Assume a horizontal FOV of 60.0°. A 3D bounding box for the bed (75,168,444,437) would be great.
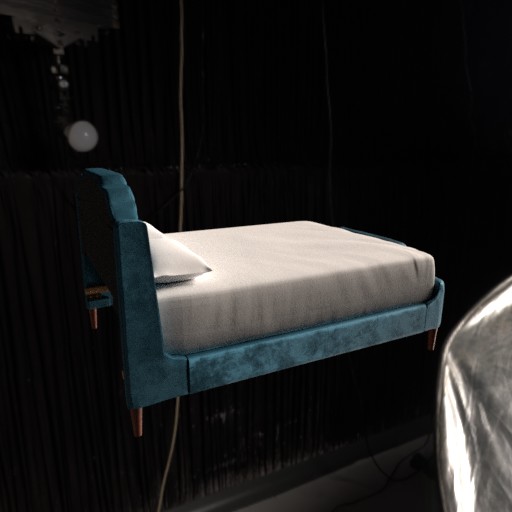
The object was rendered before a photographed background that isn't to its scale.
[{"bbox_3d":[0.000,0.000,3.365,2.322,1.338,1.678,-7,16,-26],"label":"bed"}]
